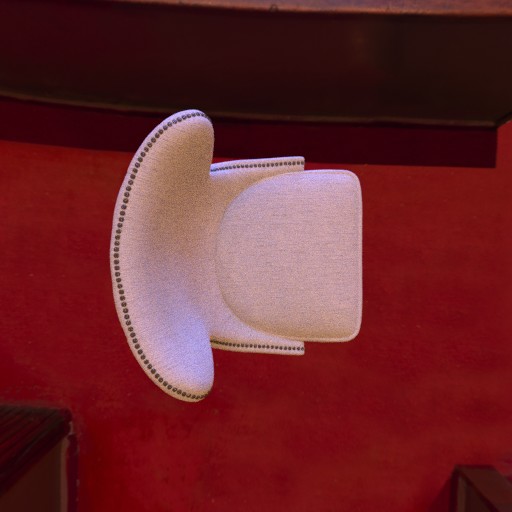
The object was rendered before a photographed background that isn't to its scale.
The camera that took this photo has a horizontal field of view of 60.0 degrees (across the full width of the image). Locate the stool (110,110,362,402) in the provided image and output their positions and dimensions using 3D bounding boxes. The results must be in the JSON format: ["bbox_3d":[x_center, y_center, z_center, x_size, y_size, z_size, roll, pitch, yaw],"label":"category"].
[{"bbox_3d":[0.000,0.000,1.361,0.597,0.972,0.615,0,90,0],"label":"stool"}]
